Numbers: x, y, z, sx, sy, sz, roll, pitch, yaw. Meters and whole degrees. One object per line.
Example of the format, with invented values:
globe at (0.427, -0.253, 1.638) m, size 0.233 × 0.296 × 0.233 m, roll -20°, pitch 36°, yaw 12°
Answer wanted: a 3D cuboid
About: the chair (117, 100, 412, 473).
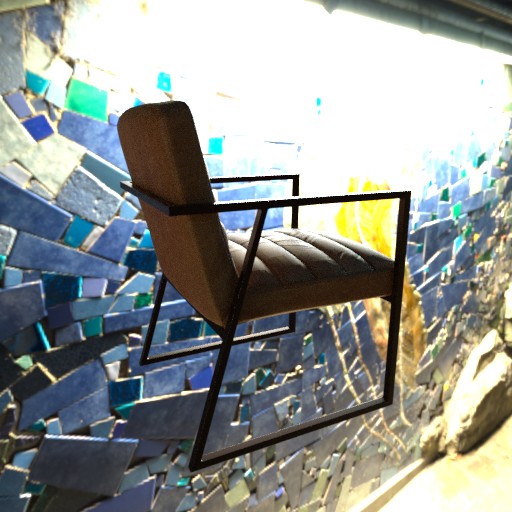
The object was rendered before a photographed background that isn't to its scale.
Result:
chair at (0.000, 0.000, 1.298) m, size 0.677 × 0.832 × 0.571 m, roll -7°, pitch 17°, yaw -25°
